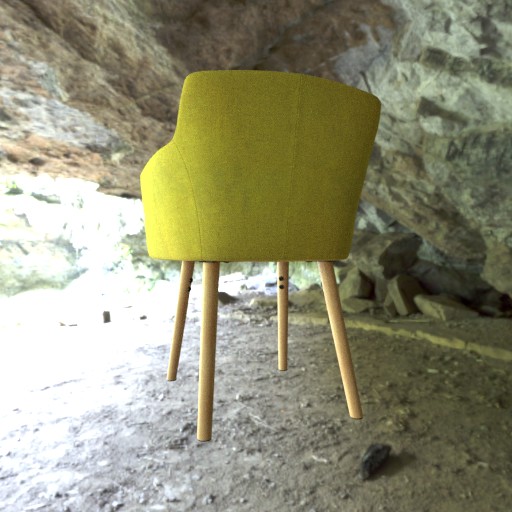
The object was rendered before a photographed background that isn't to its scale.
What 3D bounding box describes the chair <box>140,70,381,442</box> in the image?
[{"bbox_3d":[0.000,0.000,1.194,0.570,0.780,0.570,0,0,-19],"label":"chair"}]
